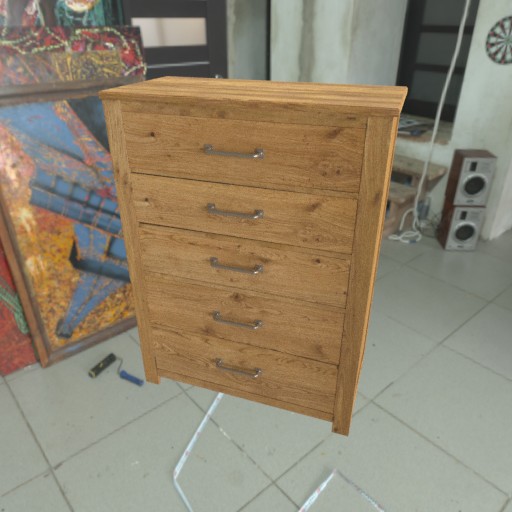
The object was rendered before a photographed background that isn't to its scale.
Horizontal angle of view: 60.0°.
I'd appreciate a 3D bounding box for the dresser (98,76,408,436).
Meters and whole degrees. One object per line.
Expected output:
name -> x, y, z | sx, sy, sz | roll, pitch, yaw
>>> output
dresser -> 0.000, 0.000, 2.018 | 1.081, 1.431, 0.558 | 9, 30, 17
